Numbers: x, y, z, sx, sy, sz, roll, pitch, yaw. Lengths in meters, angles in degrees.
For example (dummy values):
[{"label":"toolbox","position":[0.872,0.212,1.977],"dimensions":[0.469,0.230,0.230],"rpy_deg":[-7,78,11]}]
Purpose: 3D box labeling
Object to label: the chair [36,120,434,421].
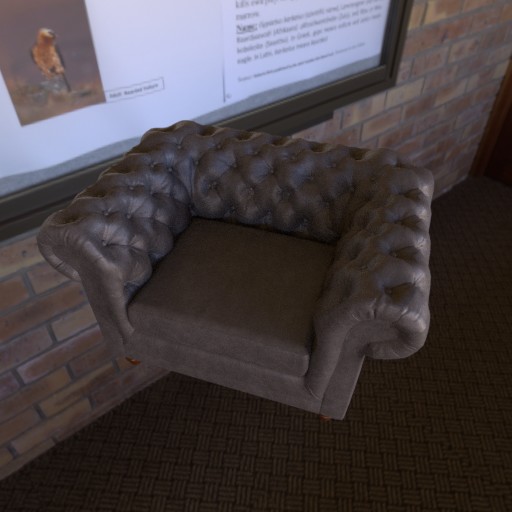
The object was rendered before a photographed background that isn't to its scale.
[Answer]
[{"label":"chair","position":[0.000,0.000,1.861],"dimensions":[1.298,0.780,0.943],"rpy_deg":[12,43,13]}]
